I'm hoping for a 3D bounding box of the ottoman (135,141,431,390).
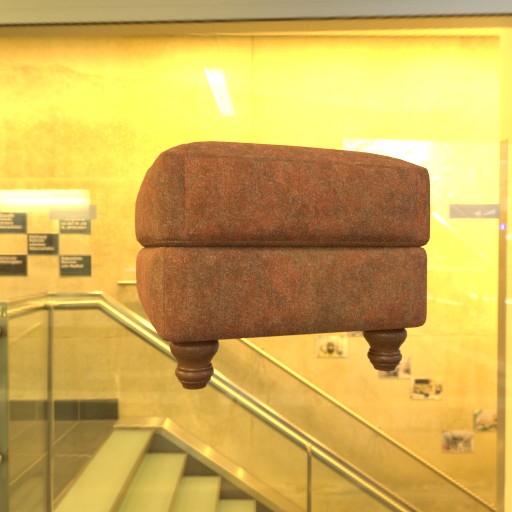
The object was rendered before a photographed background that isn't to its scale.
[{"bbox_3d":[0.000,0.000,1.222,0.635,0.508,0.787,0,1,-17],"label":"ottoman"}]
